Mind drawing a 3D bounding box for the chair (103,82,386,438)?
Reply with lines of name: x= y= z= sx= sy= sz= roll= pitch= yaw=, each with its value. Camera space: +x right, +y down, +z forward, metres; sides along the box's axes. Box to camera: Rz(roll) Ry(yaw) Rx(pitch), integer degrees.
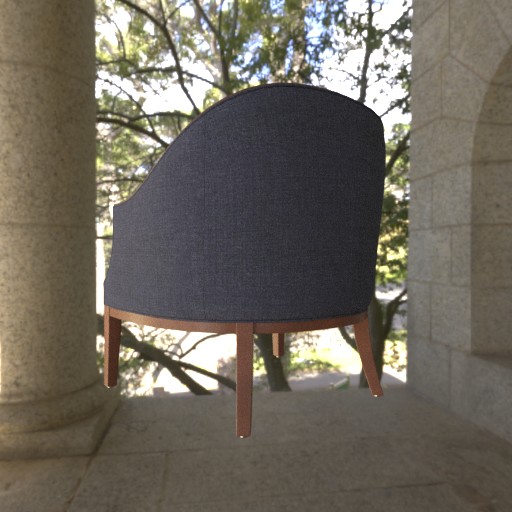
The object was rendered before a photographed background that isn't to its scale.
chair: x=0.000 y=0.000 z=1.460 sx=0.803 sy=0.876 sz=0.735 roll=0 pitch=0 yaw=-38
